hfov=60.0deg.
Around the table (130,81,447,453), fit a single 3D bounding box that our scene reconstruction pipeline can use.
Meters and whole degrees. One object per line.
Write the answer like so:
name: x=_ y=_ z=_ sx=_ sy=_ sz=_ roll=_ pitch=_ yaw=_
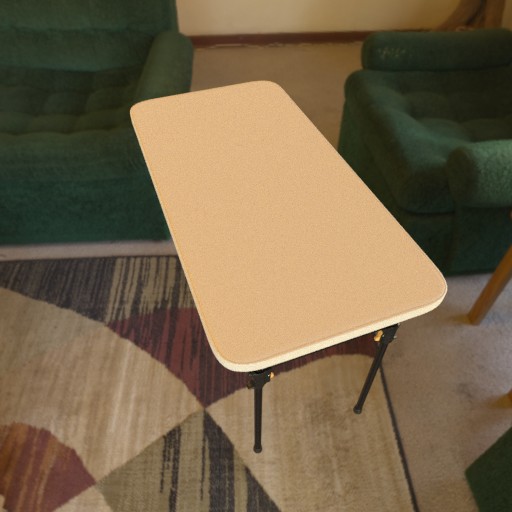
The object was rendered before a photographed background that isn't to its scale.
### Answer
table: x=0.000 y=0.000 z=1.659 sx=0.610 sy=0.729 sz=1.219 roll=-15 pitch=49 yaw=-14
